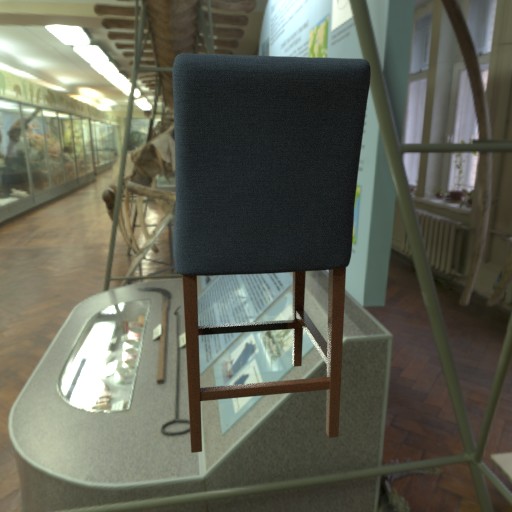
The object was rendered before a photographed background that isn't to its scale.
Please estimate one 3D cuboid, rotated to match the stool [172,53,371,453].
[{"bbox_3d":[0.000,0.000,1.275,0.470,0.981,0.577,-2,15,-9],"label":"stool"}]
